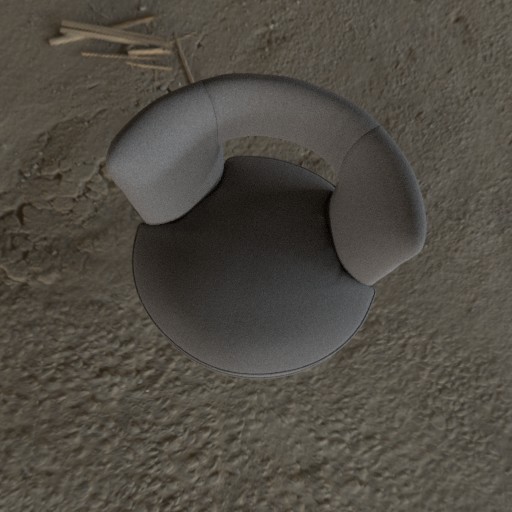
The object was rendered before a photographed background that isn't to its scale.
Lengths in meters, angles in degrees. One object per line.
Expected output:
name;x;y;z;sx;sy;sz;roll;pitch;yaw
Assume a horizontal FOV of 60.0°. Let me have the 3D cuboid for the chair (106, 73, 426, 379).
chair;0.000;0.000;1.236;0.689;0.719;0.660;16;75;4
